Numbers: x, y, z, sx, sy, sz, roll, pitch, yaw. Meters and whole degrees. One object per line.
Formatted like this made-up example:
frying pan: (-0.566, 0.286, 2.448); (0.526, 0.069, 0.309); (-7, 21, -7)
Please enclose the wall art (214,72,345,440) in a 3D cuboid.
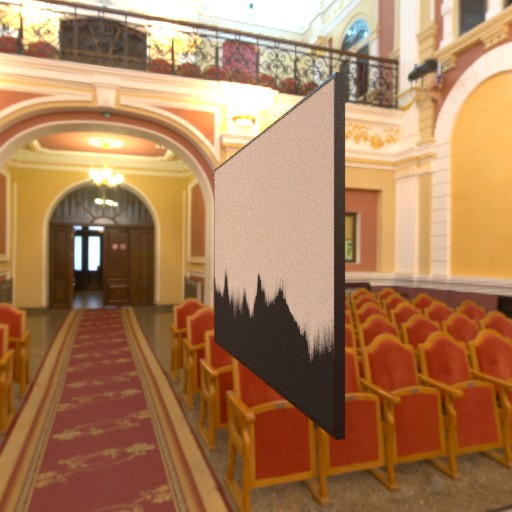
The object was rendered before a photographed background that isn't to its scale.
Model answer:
wall art: (0.000, 0.000, 1.251); (0.019, 0.660, 0.957); (0, 0, -19)
